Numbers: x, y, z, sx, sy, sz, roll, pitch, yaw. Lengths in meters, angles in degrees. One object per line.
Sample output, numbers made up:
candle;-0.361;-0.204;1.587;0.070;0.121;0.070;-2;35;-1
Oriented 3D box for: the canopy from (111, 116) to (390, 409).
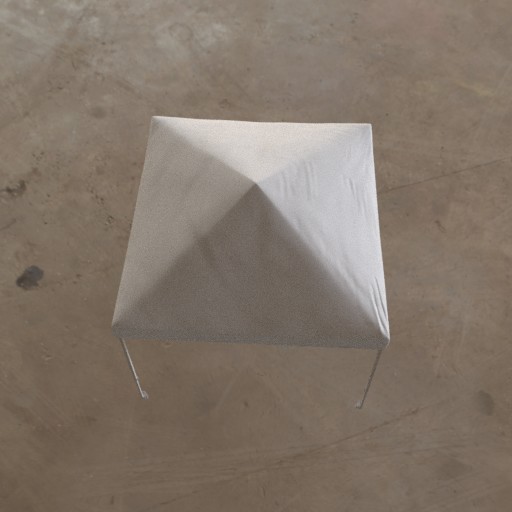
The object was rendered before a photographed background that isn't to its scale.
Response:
canopy;0.000;0.000;5.043;2.848;2.849;2.849;2;64;1
